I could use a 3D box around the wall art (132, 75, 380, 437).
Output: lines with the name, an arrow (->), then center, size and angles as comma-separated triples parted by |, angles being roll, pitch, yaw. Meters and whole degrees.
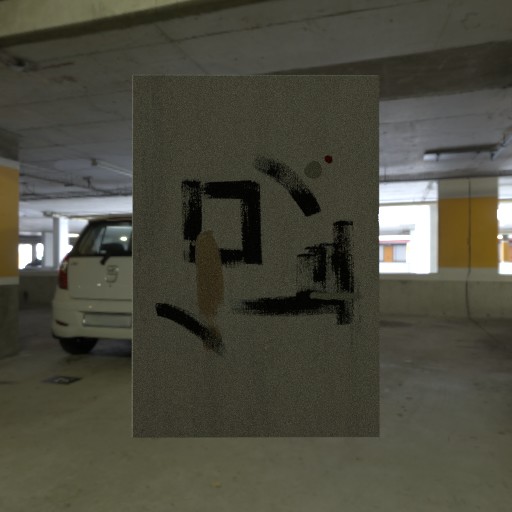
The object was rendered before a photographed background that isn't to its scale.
wall art -> 0.000, 0.000, 1.139 | 0.624, 0.914, 0.043 | 0, 0, 0
